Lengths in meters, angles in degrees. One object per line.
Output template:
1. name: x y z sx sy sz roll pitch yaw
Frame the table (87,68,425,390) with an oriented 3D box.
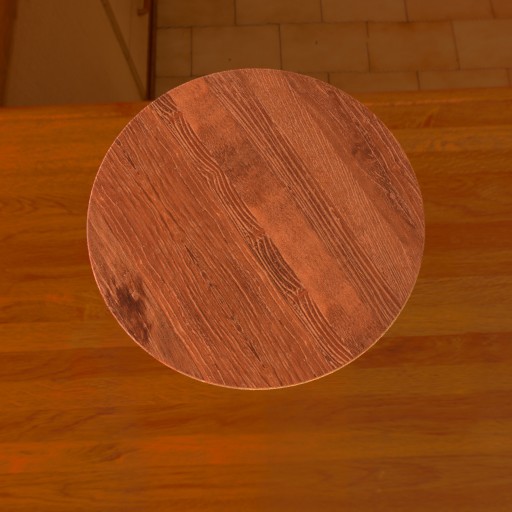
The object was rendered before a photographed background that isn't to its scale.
1. table: 0.000 0.000 0.897 0.500 0.500 0.500 0 75 0
